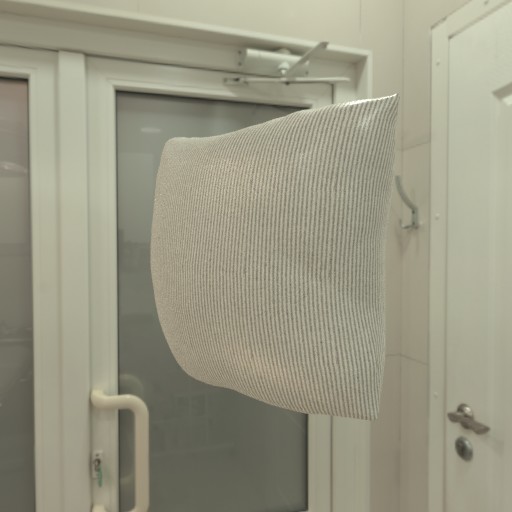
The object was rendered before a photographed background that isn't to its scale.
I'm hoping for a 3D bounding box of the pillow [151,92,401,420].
[{"bbox_3d":[0.000,0.000,0.696,0.310,0.432,0.387,0,2,-17],"label":"pillow"}]
